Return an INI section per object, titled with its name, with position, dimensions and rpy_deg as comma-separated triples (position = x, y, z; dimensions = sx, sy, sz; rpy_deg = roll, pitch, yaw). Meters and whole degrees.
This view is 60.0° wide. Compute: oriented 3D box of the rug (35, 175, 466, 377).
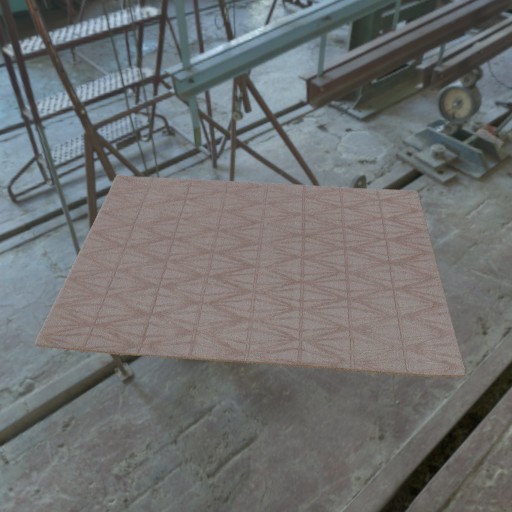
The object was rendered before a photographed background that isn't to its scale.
[rug]
position = 0.000, 0.000, 2.277
dimensions = 1.837, 0.025, 1.230
rpy_deg = 4, 47, 3
